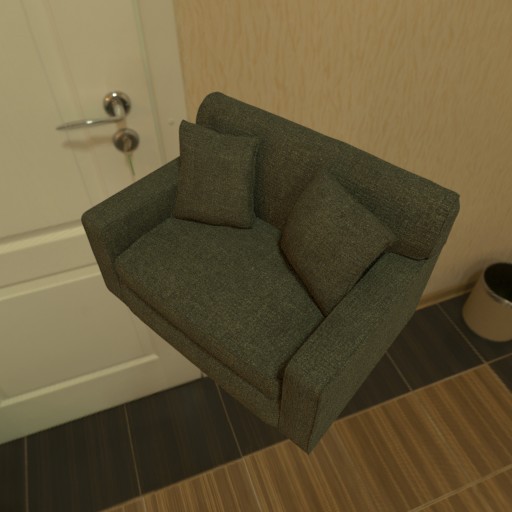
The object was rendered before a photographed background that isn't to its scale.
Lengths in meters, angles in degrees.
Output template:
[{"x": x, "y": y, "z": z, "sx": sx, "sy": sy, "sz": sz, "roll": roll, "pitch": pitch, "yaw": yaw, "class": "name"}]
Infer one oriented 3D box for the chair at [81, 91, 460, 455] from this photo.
[{"x": 0.000, "y": 0.000, "z": 2.114, "sx": 1.383, "sy": 0.948, "sz": 1.000, "roll": 32, "pitch": 54, "yaw": 26, "class": "chair"}]
